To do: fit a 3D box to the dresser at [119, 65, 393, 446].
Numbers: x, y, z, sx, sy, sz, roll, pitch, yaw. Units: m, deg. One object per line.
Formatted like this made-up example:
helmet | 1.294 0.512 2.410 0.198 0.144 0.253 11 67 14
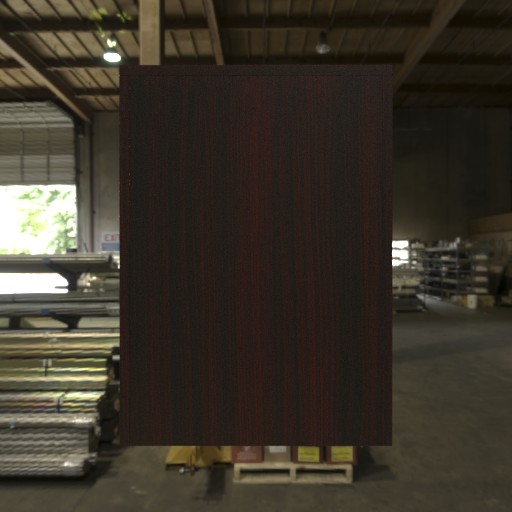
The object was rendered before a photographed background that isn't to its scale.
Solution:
dresser | 0.000 0.000 0.829 0.400 0.560 0.360 0 0 0
